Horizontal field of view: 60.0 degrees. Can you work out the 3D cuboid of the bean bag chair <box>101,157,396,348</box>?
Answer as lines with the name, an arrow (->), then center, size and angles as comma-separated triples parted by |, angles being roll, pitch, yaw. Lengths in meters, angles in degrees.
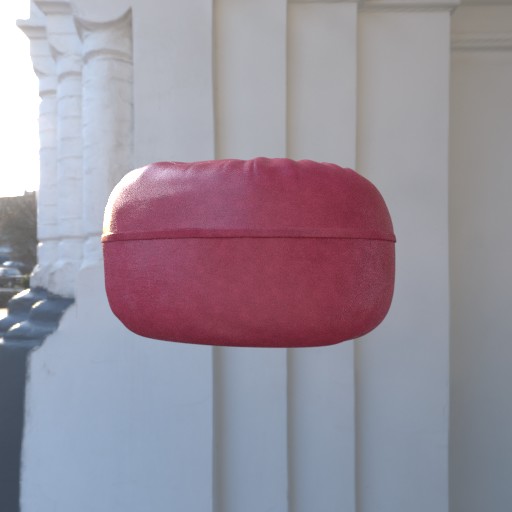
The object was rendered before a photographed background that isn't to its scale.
bean bag chair -> 0.000, 0.000, 2.524 | 1.524, 0.878, 1.524 | 0, -1, 17
